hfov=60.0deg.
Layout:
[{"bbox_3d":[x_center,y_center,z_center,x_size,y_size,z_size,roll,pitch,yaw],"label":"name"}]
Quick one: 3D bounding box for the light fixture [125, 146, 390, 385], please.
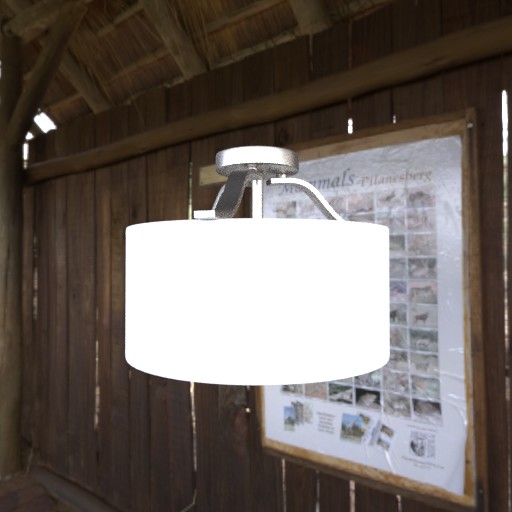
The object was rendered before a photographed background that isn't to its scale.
[{"bbox_3d":[0.000,0.000,0.665,0.395,0.304,0.395,0,-1,0],"label":"light fixture"}]
